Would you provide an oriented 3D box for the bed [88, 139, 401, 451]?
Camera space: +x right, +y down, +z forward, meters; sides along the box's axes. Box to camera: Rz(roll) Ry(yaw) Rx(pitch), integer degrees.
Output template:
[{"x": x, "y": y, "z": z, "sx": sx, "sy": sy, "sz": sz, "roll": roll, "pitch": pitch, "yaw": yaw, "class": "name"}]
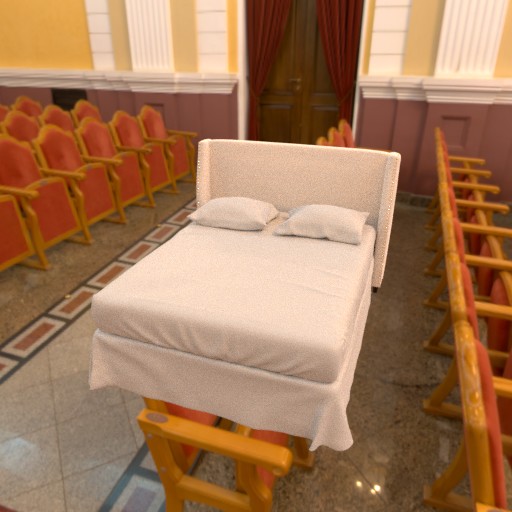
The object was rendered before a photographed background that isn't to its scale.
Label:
[{"x": 0.000, "y": 0.000, "z": 3.497, "sx": 1.925, "sy": 1.332, "sz": 2.276, "roll": 9, "pitch": 27, "yaw": 17, "class": "bed"}]
